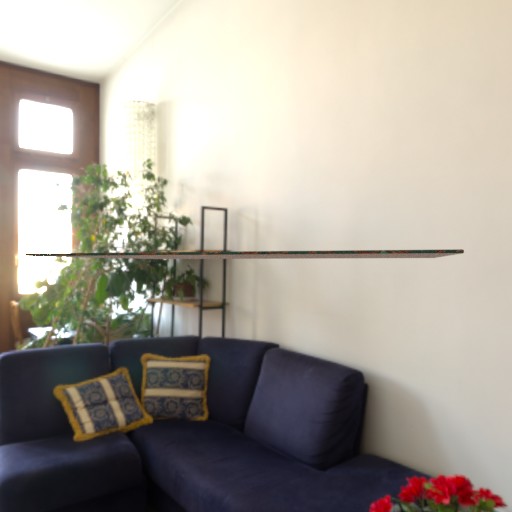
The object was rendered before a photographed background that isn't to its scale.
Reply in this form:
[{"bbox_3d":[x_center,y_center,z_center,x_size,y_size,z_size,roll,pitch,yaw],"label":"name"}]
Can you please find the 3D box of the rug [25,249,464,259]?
[{"bbox_3d":[0.000,0.000,2.321,1.836,0.014,1.216,0,-1,18],"label":"rug"}]
